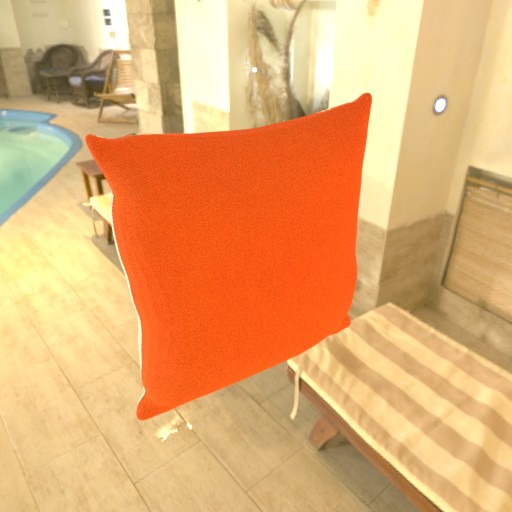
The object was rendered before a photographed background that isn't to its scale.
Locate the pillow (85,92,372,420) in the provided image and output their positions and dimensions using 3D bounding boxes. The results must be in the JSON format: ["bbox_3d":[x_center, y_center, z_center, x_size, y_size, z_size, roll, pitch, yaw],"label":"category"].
[{"bbox_3d":[0.000,0.000,0.678,0.440,0.441,0.182,-18,34,-29],"label":"pillow"}]
